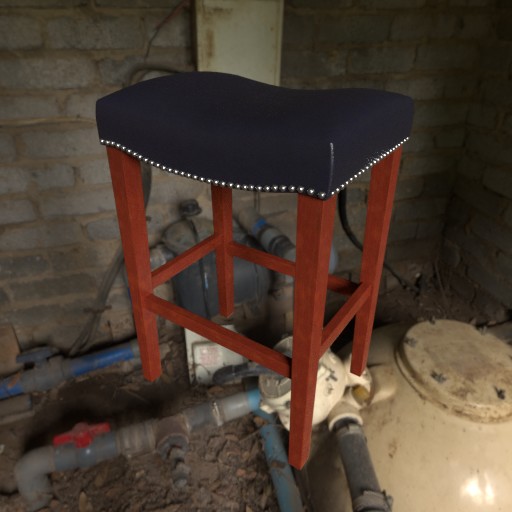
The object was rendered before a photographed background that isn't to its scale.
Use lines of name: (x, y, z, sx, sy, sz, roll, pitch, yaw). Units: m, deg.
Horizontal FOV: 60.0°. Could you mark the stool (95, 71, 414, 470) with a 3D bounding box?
stool: (0.000, 0.000, 1.012, 0.504, 0.742, 0.372, 19, 36, 29)
